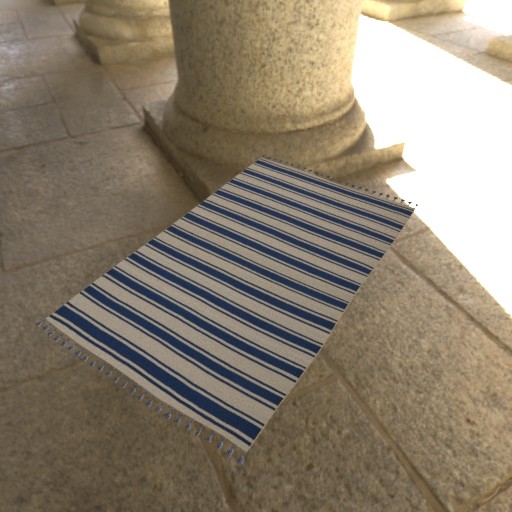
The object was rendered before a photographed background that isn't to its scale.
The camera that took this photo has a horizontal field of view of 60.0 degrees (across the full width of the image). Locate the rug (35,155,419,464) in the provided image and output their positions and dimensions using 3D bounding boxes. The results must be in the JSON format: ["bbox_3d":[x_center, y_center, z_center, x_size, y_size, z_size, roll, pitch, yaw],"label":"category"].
[{"bbox_3d":[0.000,0.000,2.587,1.248,0.009,2.108,24,47,25],"label":"rug"}]
